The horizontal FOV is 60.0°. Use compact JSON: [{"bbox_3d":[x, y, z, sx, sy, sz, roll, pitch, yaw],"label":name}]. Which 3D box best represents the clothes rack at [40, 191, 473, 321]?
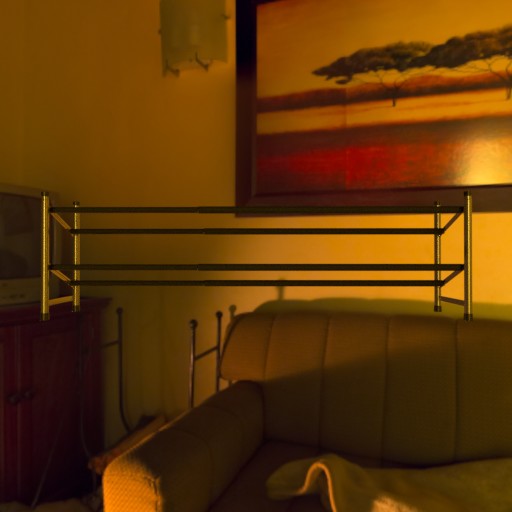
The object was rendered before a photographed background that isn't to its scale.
[{"bbox_3d":[0.000,0.000,1.301,1.168,0.349,0.229,0,0,0],"label":"clothes rack"}]
